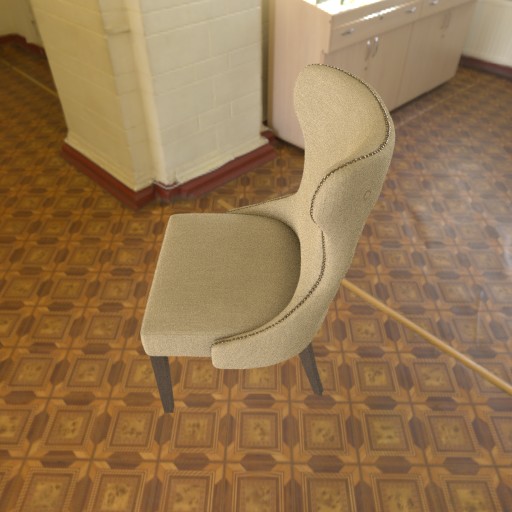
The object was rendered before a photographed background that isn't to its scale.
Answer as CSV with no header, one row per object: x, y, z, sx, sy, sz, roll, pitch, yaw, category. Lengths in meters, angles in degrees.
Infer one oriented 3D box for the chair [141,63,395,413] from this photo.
0.000,0.000,1.357,0.635,0.967,0.628,0,42,0,chair
